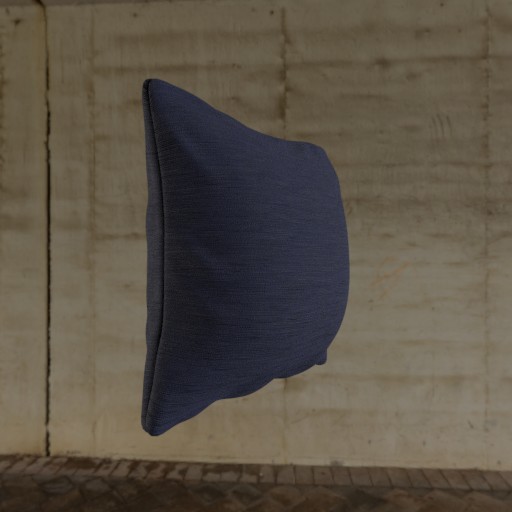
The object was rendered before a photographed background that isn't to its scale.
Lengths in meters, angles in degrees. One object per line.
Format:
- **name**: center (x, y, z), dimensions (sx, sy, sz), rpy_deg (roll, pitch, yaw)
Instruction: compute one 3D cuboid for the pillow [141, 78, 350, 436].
- **pillow**: center (0.000, 0.000, 0.677), dimensions (0.246, 0.414, 0.432), rpy_deg (0, 0, 36)
